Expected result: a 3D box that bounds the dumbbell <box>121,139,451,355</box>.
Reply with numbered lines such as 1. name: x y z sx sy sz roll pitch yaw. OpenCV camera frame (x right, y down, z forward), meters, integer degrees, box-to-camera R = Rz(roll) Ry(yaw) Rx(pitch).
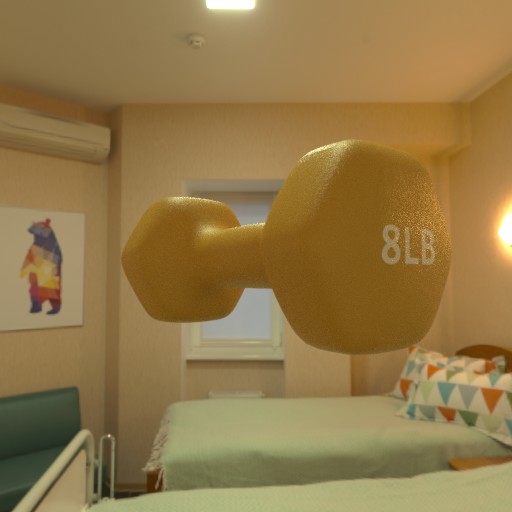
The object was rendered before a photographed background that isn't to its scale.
1. dumbbell: 0.000 0.000 0.239 0.090 0.082 0.190 2 -4 -36
